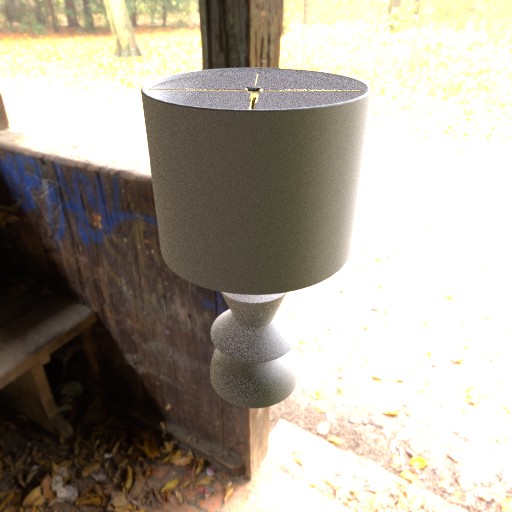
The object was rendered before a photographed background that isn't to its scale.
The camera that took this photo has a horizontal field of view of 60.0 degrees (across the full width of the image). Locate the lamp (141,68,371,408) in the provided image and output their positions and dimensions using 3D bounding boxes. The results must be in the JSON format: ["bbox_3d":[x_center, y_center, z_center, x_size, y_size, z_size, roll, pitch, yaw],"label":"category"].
[{"bbox_3d":[0.000,0.000,0.728,0.301,0.533,0.301,1,31,2],"label":"lamp"}]
